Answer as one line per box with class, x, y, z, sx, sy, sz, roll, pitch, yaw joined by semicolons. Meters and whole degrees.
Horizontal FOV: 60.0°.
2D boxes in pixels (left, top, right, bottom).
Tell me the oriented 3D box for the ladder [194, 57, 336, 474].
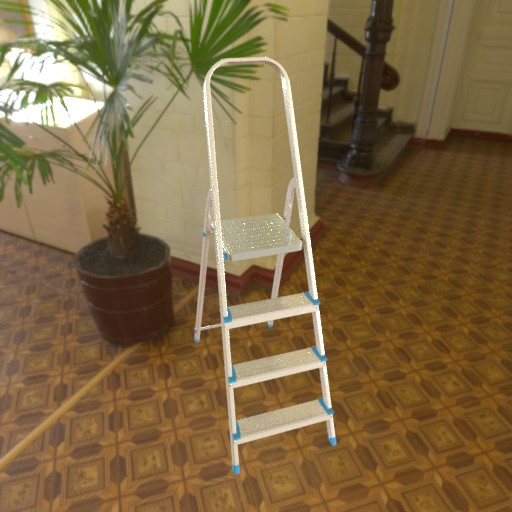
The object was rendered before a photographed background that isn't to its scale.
ladder;0.000;0.000;1.774;0.445;1.434;0.842;-9;32;-15
